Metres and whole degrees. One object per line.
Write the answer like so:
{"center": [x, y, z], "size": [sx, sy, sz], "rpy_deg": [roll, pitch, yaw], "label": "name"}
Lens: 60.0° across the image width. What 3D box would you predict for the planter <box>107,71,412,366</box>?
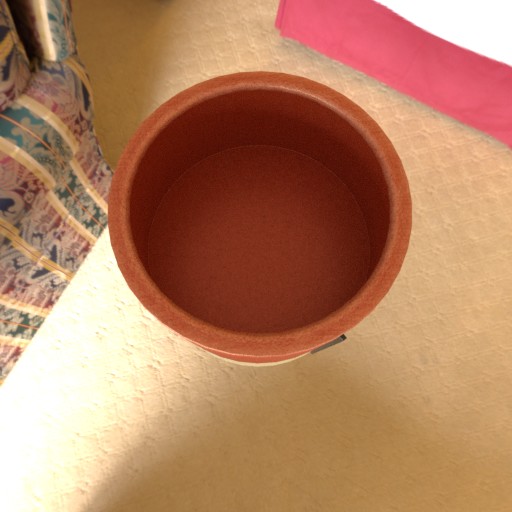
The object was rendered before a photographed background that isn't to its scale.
{"center": [0.000, 0.000, 0.717], "size": [0.354, 0.465, 0.345], "rpy_deg": [-8, 75, -2], "label": "planter"}
